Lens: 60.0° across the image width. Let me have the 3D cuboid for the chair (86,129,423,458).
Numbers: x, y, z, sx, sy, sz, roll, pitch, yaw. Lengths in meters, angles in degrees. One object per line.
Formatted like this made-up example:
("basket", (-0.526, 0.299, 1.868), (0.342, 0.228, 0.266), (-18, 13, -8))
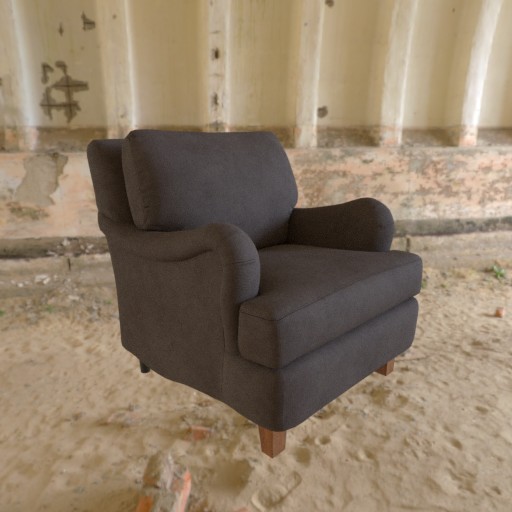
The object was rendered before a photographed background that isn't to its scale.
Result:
("chair", (0.000, 0.000, 1.814), (1.070, 0.997, 0.955), (14, 20, 43))
